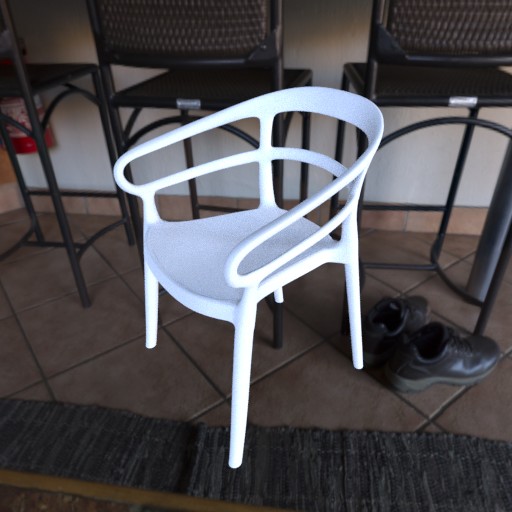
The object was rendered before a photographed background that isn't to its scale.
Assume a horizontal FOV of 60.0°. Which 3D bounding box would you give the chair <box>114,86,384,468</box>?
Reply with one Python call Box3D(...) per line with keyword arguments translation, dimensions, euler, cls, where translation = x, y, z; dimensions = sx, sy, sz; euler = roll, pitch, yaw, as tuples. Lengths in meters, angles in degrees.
Box3D(translation=(0.000, 0.000, 1.153), dimensions=(0.527, 0.761, 0.559), euler=(-20, 37, -29), cls="chair")
